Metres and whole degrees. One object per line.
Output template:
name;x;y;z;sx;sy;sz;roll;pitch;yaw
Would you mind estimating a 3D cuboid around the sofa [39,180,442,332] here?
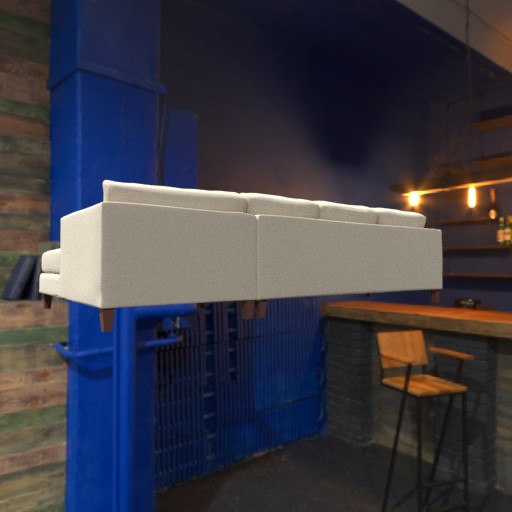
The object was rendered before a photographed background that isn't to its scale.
sofa;0.000;0.000;3.888;3.186;0.861;1.625;1;-1;-36
